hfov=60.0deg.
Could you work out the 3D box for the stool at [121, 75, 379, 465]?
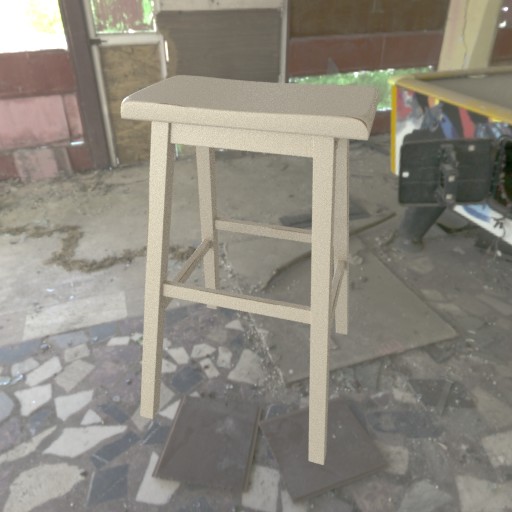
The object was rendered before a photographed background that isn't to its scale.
[{"bbox_3d":[0.000,0.000,1.039,0.457,0.737,0.476,9,34,14],"label":"stool"}]
